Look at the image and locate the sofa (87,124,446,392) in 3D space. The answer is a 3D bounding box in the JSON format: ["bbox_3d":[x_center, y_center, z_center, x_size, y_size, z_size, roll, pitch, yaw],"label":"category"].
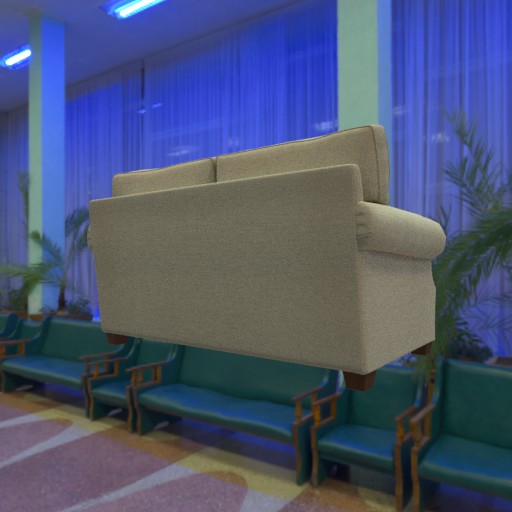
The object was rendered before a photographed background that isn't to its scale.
[{"bbox_3d":[0.000,0.000,2.291,1.701,0.966,0.966,0,-1,37],"label":"sofa"}]
